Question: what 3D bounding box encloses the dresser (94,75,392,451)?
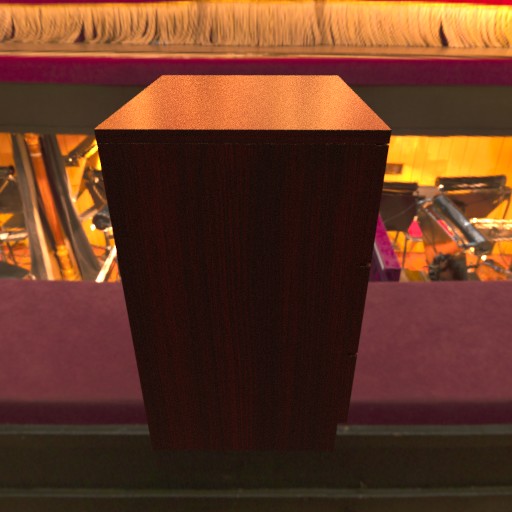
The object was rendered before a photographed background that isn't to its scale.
[{"bbox_3d":[0.000,0.000,0.809,0.360,0.560,0.400,0,30,0],"label":"dresser"}]
